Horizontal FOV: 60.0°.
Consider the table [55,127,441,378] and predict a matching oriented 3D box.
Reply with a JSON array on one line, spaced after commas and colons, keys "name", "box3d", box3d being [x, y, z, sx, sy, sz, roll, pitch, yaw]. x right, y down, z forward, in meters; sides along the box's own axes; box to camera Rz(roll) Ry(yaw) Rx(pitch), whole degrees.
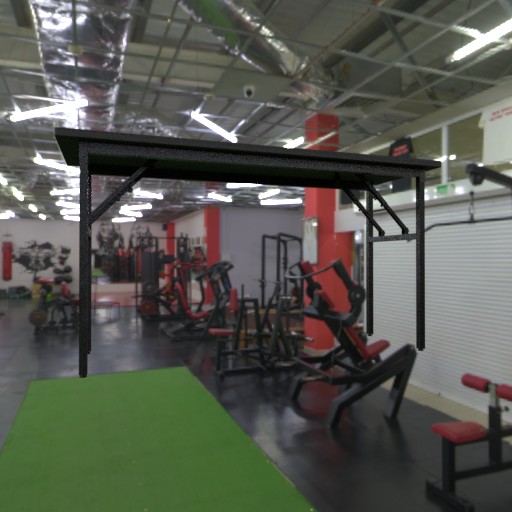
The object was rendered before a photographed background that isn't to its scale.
[{"name": "table", "box3d": [0.000, 0.000, 1.732, 1.399, 0.750, 0.449, 0, -1, -19]}]
